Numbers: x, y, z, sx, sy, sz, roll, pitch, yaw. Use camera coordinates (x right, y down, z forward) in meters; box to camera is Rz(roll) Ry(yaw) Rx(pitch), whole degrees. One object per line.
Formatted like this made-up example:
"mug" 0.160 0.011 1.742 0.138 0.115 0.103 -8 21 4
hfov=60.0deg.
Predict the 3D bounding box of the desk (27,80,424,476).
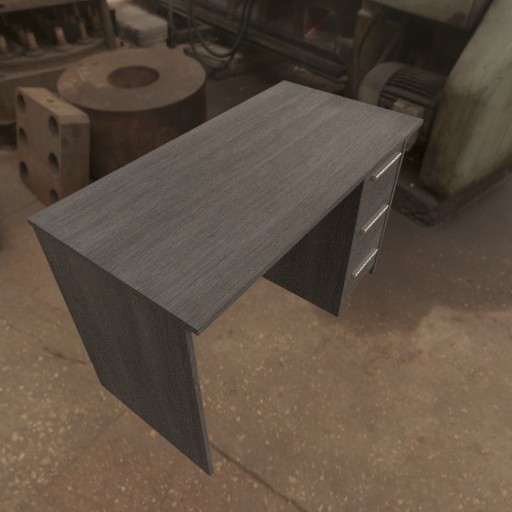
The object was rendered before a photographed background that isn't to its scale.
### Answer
"desk" 0.000 0.000 1.516 0.560 0.735 1.097 27 49 27
